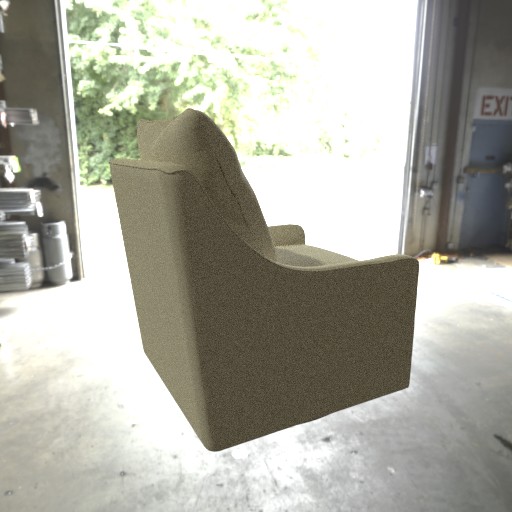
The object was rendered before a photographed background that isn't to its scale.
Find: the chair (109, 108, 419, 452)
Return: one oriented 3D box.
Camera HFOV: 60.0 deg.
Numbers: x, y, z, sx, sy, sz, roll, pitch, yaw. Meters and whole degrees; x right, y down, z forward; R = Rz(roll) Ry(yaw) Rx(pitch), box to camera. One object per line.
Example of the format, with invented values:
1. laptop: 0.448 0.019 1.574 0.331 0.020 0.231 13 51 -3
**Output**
1. chair: 0.000 0.000 1.618 0.876 0.965 0.756 -7 15 -27
